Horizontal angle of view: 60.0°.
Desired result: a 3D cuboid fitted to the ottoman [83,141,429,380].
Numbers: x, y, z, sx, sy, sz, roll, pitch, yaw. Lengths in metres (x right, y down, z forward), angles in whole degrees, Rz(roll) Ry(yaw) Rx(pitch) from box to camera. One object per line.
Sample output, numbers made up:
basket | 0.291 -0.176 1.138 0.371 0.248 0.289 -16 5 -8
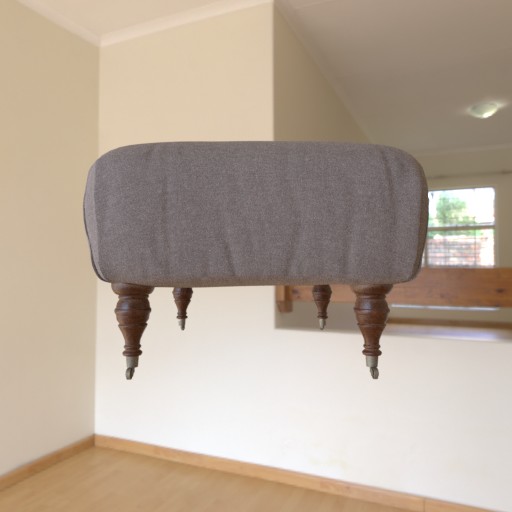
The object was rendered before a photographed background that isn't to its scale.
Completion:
ottoman | 0.000 0.000 1.094 0.622 0.450 0.747 0 -1 0
